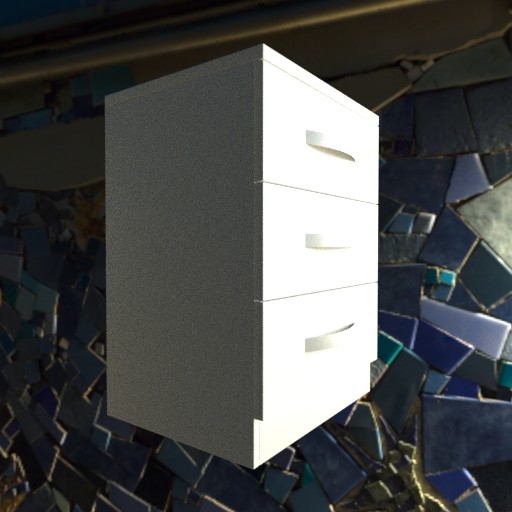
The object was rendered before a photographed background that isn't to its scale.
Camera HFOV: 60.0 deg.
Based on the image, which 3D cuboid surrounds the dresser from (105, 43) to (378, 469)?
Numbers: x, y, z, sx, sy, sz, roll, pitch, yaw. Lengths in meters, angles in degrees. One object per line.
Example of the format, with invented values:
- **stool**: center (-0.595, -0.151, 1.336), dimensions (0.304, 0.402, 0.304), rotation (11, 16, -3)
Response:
- **dresser**: center (0.000, 0.000, 0.832), dimensions (0.360, 0.560, 0.400), rotation (1, 2, 36)
